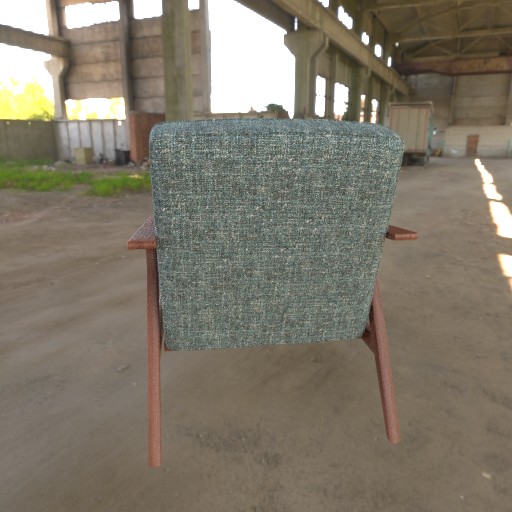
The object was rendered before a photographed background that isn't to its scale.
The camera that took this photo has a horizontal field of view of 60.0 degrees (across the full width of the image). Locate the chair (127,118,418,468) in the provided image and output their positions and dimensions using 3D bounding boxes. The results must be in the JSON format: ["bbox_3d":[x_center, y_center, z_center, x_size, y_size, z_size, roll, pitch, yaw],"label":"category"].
[{"bbox_3d":[0.000,0.000,1.493,0.719,0.864,0.889,-2,15,-8],"label":"chair"}]
